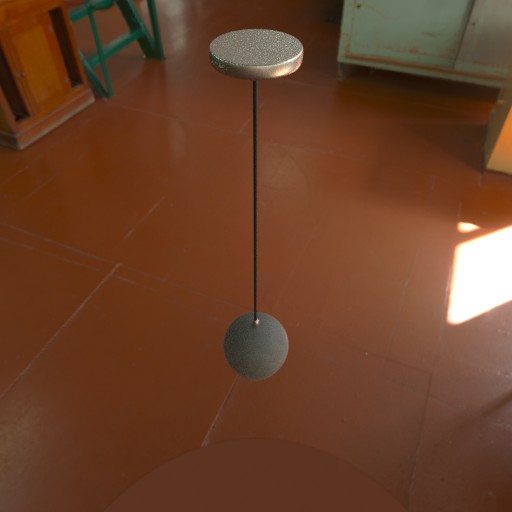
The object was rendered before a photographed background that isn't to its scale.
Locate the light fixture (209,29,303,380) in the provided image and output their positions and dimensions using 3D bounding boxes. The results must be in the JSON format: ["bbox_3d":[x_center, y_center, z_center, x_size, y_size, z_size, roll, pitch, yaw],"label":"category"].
[{"bbox_3d":[0.000,0.000,0.830,0.153,0.760,0.153,-25,51,-22],"label":"light fixture"}]
